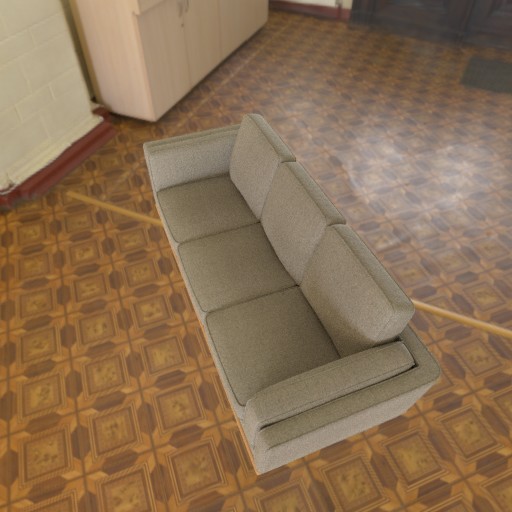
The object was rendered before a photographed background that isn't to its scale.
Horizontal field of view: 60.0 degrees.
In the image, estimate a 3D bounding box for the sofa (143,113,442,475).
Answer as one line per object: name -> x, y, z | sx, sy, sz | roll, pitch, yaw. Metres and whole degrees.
sofa -> 0.000, 0.000, 2.749 | 0.903, 0.899, 2.362 | -16, 49, -15
